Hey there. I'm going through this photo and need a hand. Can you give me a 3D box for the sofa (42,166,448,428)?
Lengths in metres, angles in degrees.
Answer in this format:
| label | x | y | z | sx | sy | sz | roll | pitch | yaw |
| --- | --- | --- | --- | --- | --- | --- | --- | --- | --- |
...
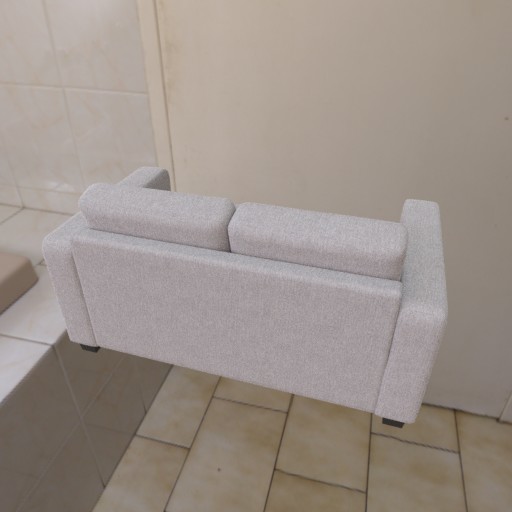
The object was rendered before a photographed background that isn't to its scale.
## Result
| label | x | y | z | sx | sy | sz | roll | pitch | yaw |
| --- | --- | --- | --- | --- | --- | --- | --- | --- | --- |
| sofa | 0.000 | 0.000 | 2.012 | 1.540 | 0.800 | 0.900 | 10 | 35 | 14 |
